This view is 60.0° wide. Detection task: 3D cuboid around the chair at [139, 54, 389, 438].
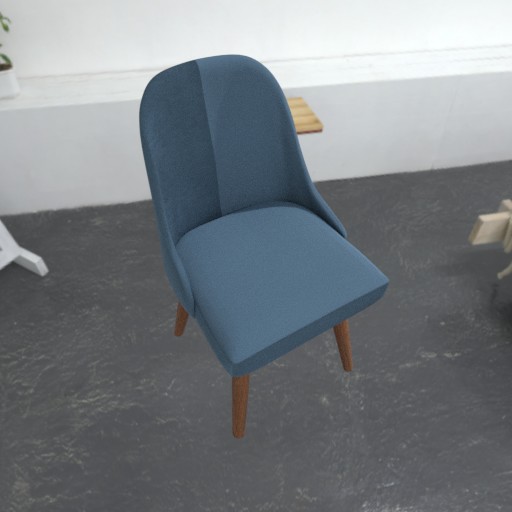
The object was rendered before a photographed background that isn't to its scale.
[{"bbox_3d":[0.000,0.000,1.239,0.503,0.882,0.589,-24,51,-21],"label":"chair"}]
